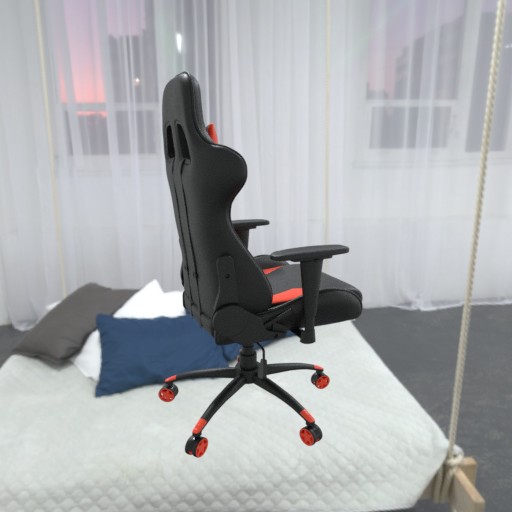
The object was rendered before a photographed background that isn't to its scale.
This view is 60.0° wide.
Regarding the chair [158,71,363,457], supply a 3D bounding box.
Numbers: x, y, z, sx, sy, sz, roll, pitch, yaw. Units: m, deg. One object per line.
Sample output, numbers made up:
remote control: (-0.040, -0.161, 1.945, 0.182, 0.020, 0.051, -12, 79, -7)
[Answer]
chair: (0.000, 0.000, 1.707, 0.730, 1.282, 0.695, -7, 16, -25)
